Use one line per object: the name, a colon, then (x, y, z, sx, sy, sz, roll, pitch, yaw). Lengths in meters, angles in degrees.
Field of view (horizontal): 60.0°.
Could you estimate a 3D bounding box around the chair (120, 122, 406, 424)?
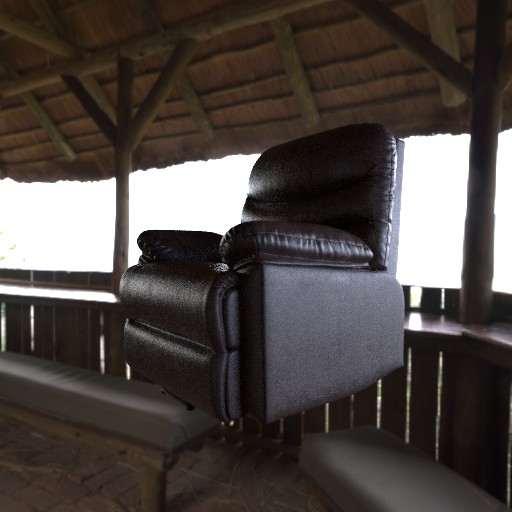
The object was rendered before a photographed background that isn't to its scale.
chair: (0.000, 0.000, 1.789, 0.879, 1.041, 0.940, -1, 1, -36)
